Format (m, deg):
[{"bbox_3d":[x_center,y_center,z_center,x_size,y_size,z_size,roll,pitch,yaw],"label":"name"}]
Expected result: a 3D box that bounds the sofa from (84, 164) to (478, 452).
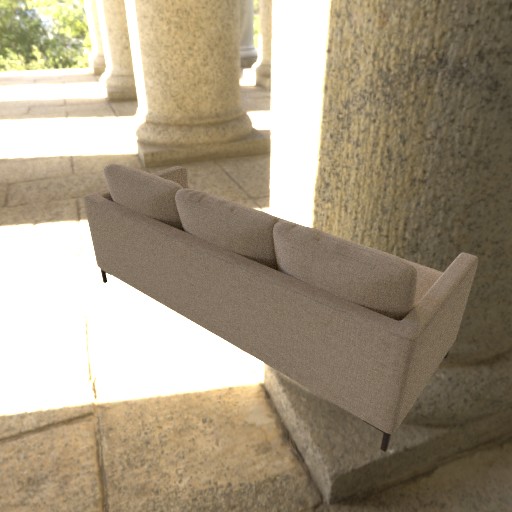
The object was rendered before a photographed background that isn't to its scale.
[{"bbox_3d":[0.000,0.000,2.642,2.218,0.874,0.859,22,37,33],"label":"sofa"}]
